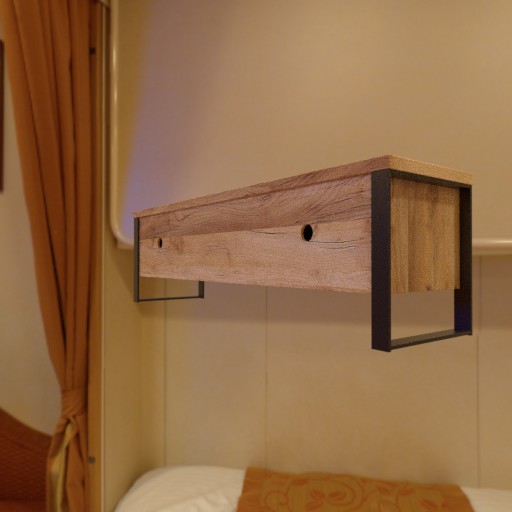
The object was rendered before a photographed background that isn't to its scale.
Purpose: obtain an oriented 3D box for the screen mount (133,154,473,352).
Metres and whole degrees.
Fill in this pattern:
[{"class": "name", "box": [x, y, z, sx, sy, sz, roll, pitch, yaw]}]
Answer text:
[{"class": "screen mount", "box": [0.000, 0.000, 1.730, 0.395, 0.450, 1.524, 0, -1, -37]}]
